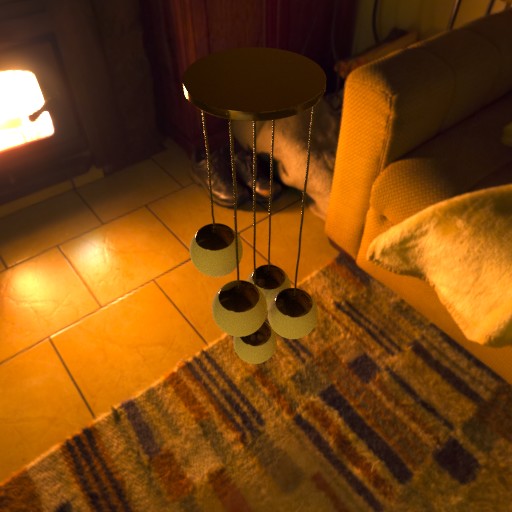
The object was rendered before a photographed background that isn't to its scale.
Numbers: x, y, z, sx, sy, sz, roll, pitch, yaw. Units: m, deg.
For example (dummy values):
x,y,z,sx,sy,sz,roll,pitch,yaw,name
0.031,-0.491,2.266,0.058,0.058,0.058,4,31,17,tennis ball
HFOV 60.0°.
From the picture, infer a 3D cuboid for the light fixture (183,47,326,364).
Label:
x,y,z,sx,sy,sz,roll,pitch,yaw,name
0.000,0.000,1.533,0.489,1.271,0.484,24,51,21,light fixture
